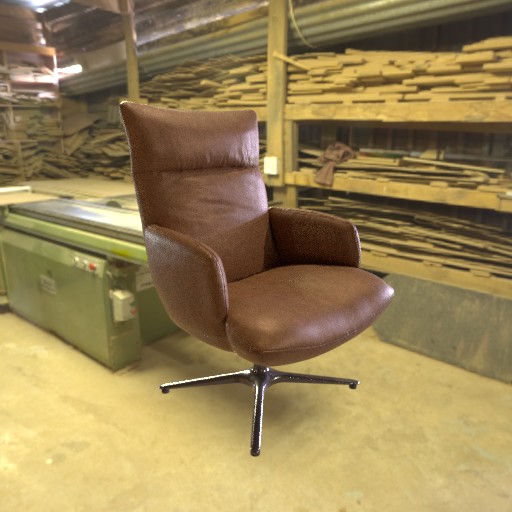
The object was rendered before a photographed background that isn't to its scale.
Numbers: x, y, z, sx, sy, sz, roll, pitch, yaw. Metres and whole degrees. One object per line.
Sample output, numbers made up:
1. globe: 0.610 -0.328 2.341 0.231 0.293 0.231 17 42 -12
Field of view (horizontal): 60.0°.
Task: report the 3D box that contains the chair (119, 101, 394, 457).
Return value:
1. chair: 0.000 0.000 1.547 0.711 1.027 0.794 -14 20 -43
